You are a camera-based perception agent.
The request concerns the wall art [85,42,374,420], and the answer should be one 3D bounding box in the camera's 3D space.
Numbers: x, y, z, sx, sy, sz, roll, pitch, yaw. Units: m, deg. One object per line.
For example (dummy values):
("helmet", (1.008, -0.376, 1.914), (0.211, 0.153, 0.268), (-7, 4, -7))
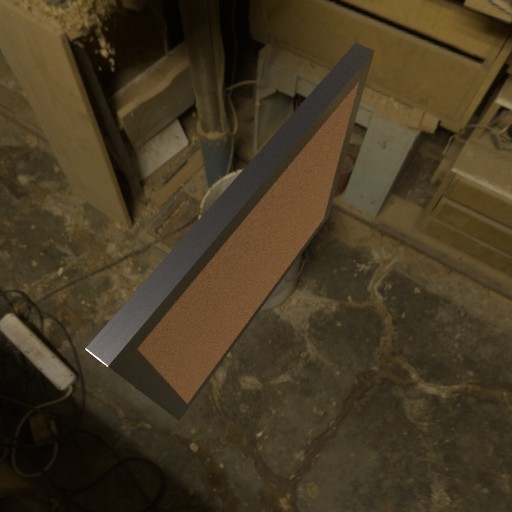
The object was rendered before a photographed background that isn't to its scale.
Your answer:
("wall art", (0.000, 0.000, 0.749), (0.032, 0.456, 0.557), (32, 68, 15))
